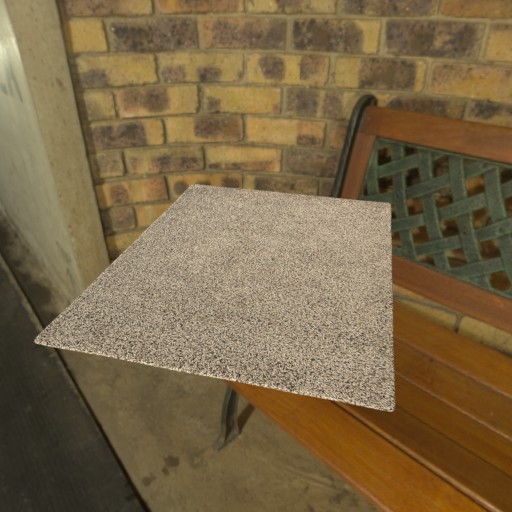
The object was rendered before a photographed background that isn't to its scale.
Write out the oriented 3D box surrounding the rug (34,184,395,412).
[{"bbox_3d":[0.000,0.000,4.095,2.438,0.029,3.047,7,31,12],"label":"rug"}]
